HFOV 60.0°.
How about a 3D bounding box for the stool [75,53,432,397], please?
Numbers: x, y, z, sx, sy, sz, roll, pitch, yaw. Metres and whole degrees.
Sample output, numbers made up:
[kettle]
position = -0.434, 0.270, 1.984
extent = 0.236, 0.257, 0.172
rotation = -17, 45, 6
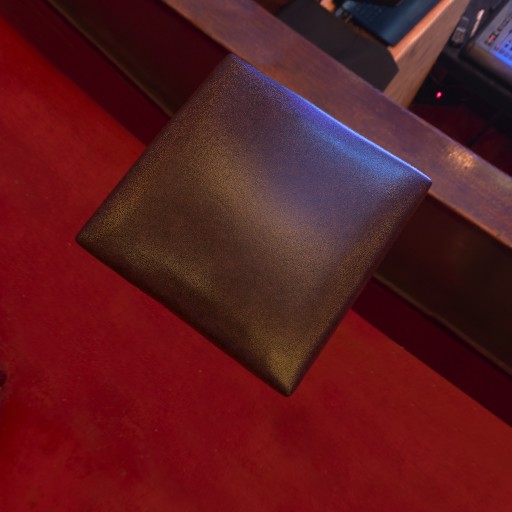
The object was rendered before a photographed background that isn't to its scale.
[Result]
[stool]
position = 0.000, 0.000, 0.936
extent = 0.382, 0.702, 0.383
rotation = 35, 79, 8
